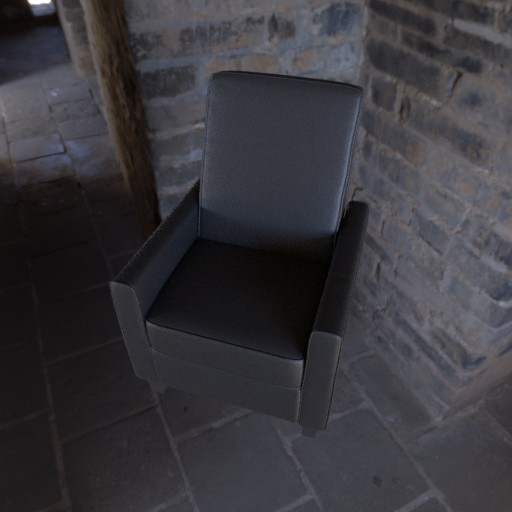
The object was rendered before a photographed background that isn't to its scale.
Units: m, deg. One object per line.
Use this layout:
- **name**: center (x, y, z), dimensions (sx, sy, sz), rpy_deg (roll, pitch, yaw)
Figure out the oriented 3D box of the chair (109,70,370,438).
- **chair**: center (0.000, 0.000, 1.538), dimensions (0.705, 1.013, 0.746), rpy_deg (12, 43, 13)
